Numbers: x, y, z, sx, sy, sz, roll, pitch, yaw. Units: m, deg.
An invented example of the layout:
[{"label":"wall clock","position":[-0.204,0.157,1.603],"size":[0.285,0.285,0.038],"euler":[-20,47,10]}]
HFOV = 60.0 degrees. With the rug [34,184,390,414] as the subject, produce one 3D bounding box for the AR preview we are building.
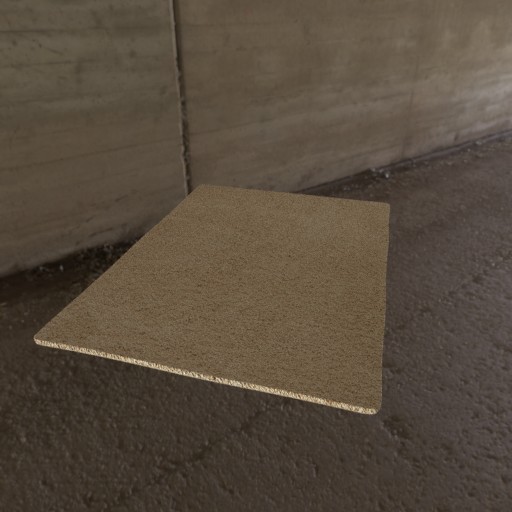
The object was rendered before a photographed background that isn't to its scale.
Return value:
[{"label":"rug","position":[0.000,0.000,2.095],"size":[1.199,0.025,1.600],"euler":[8,31,14]}]
